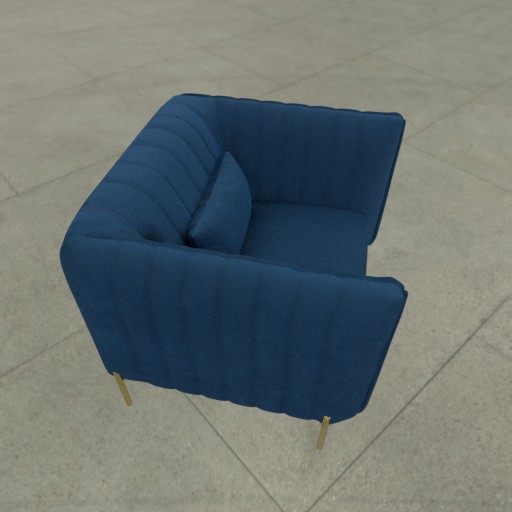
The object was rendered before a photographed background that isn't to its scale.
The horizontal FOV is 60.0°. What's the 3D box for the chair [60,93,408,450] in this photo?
[{"bbox_3d":[0.000,0.000,1.571,0.877,0.793,0.947,9,46,9],"label":"chair"}]
